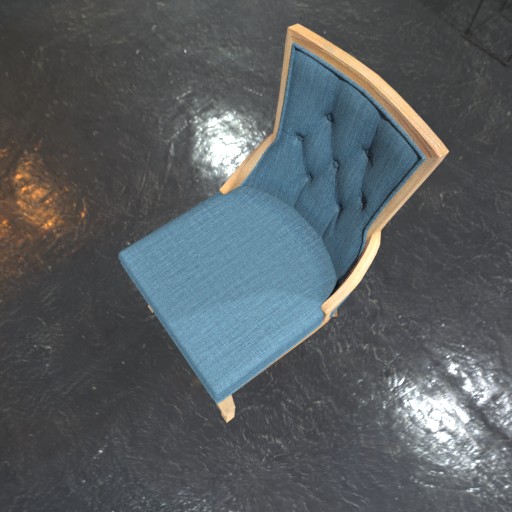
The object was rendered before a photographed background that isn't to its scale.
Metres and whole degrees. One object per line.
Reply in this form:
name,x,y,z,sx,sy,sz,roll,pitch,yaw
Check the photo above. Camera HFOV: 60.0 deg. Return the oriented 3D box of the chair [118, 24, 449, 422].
chair,0.000,0.000,1.266,0.641,0.947,0.524,-34,69,-15
